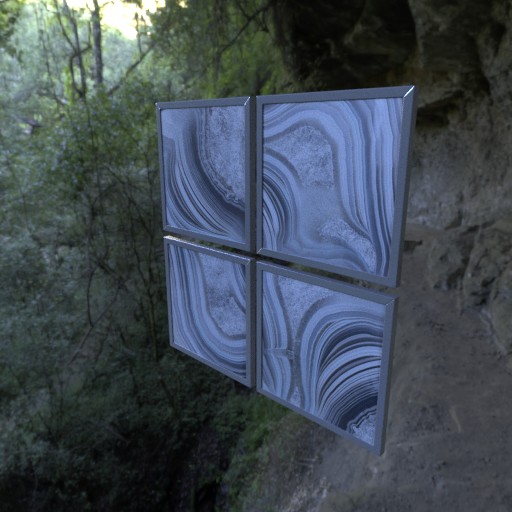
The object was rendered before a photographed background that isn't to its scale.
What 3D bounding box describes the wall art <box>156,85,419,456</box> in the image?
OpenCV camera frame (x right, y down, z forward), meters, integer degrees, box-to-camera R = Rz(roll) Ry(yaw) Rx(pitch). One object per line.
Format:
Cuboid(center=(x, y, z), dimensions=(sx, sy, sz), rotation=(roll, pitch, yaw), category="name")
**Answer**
Cuboid(center=(0.000, 0.000, 1.647), dimensions=(1.118, 1.118, 0.029), rotation=(14, 21, 41), category="wall art")
